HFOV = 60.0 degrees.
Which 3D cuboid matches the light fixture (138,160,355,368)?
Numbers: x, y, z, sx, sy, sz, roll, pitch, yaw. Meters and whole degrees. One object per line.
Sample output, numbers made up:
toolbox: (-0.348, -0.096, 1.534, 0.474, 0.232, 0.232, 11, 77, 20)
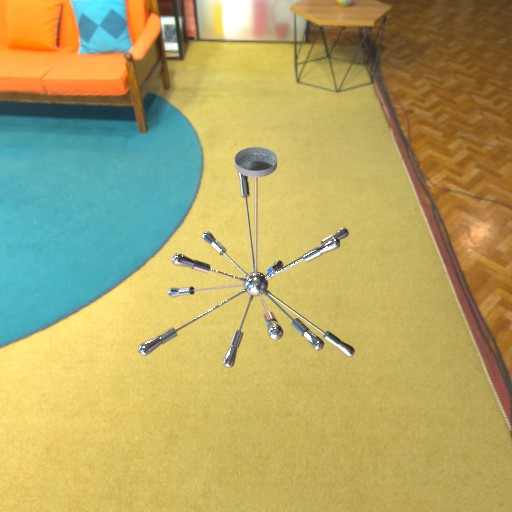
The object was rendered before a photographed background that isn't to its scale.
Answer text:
light fixture: (0.000, 0.000, 1.092, 0.684, 0.558, 0.509, -29, 52, -26)
